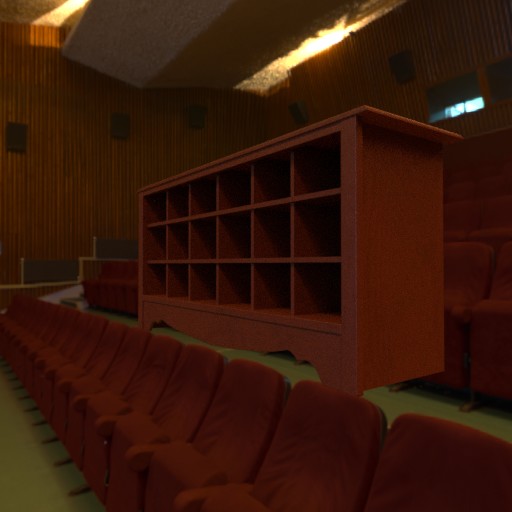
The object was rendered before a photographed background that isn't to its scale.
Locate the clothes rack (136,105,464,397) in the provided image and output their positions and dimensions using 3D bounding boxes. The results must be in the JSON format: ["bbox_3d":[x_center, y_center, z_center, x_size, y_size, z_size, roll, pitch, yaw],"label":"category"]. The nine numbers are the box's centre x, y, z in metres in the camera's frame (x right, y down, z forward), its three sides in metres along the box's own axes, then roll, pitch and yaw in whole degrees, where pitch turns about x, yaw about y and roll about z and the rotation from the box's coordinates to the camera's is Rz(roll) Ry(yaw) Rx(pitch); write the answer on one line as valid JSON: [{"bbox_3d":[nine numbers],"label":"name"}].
[{"bbox_3d":[0.000,0.000,1.489,0.362,0.594,1.251,1,-1,-36],"label":"clothes rack"}]
